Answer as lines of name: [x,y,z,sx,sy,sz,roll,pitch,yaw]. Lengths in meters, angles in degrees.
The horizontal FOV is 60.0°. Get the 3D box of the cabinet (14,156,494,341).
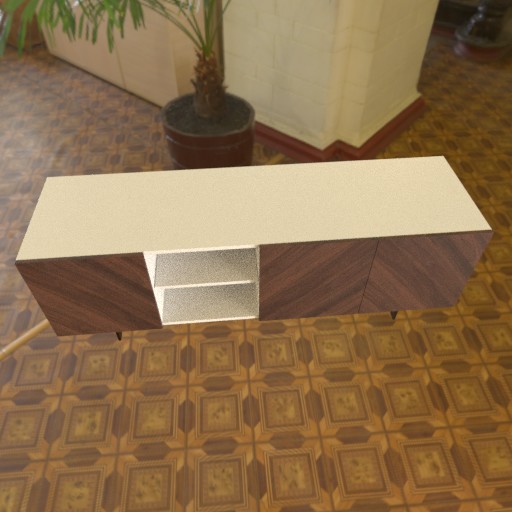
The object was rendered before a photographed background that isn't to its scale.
cabinet: [0.000,0.000,1.720,1.499,0.533,0.431,-4,47,-4]
